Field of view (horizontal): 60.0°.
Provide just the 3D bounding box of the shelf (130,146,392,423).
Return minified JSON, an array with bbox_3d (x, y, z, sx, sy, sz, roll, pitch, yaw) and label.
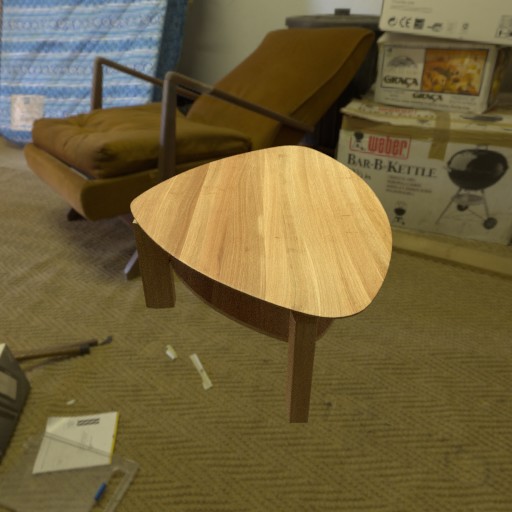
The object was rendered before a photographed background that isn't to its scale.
[{"bbox_3d":[0.000,0.000,1.654,0.863,0.439,1.240,0,32,-1],"label":"shelf"}]
